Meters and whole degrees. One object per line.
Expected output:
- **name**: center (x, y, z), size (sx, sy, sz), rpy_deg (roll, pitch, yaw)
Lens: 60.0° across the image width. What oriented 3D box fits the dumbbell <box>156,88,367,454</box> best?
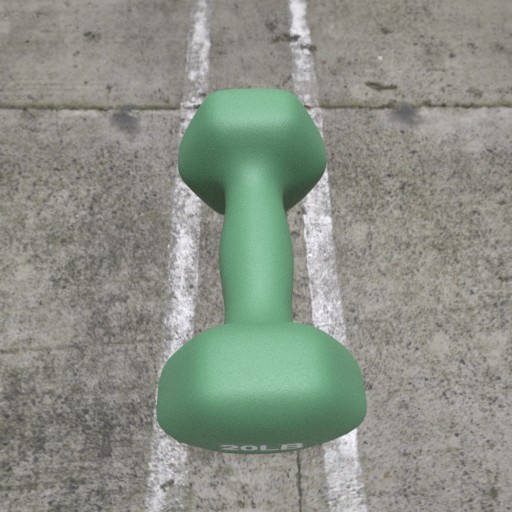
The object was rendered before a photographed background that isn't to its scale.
- **dumbbell**: center (0.000, 0.000, 0.318), size (0.126, 0.114, 0.257), rpy_deg (-1, 57, -1)
